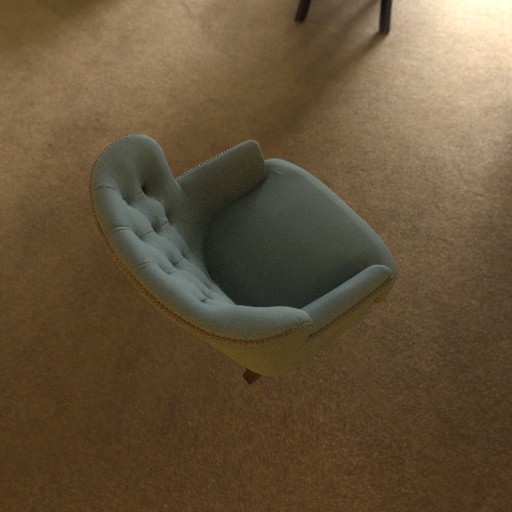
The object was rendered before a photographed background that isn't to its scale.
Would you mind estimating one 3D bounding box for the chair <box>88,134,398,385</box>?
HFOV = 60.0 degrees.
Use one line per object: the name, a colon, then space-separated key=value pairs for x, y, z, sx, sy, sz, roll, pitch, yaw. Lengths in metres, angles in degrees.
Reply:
chair: x=0.000 y=0.000 z=1.630 sx=0.906 sy=0.868 sz=0.848 roll=-32 pitch=63 yaw=-18
